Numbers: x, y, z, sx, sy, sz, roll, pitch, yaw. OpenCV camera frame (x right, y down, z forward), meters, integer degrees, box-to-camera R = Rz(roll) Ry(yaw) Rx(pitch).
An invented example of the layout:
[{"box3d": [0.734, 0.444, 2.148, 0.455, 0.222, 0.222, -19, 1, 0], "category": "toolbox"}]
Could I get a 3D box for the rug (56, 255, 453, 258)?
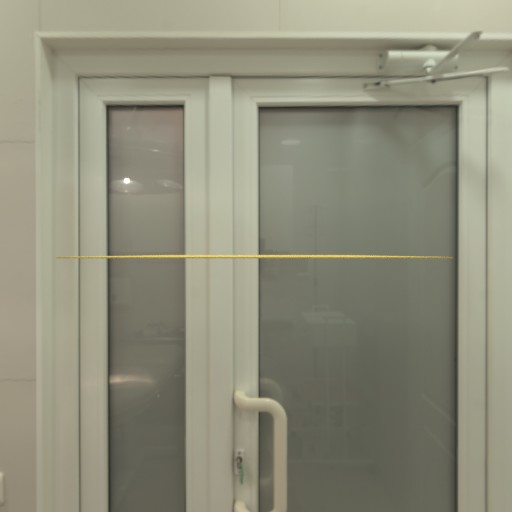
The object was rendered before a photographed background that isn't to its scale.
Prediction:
[{"box3d": [0.000, 0.000, 3.658, 1.981, 0.006, 2.895, 0, 0, 0], "category": "rug"}]
